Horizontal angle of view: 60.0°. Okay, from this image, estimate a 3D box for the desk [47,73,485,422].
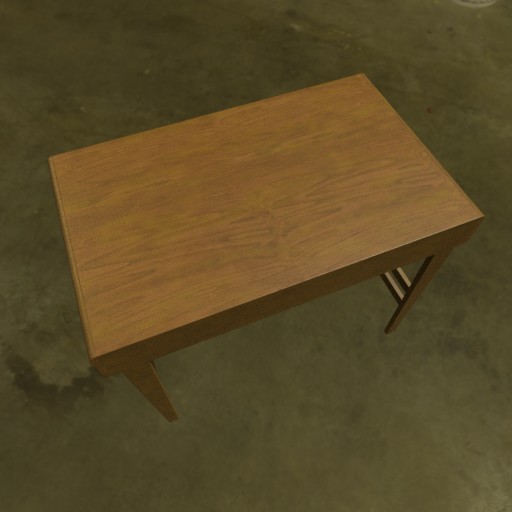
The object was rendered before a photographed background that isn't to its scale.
[{"bbox_3d":[0.000,0.000,1.560,1.066,0.754,0.660,-19,60,-11],"label":"desk"}]
